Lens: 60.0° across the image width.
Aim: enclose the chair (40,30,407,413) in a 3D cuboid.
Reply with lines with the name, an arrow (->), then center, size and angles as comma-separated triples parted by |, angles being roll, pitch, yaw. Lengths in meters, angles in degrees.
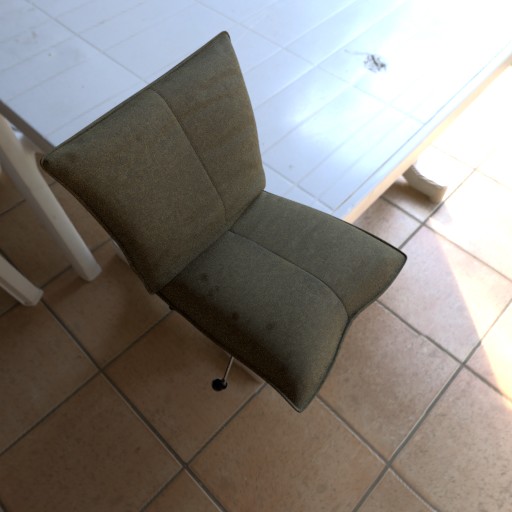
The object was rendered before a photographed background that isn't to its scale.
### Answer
chair -> 0.000, 0.000, 1.245 | 0.696, 0.811, 0.597 | 33, 63, 20
